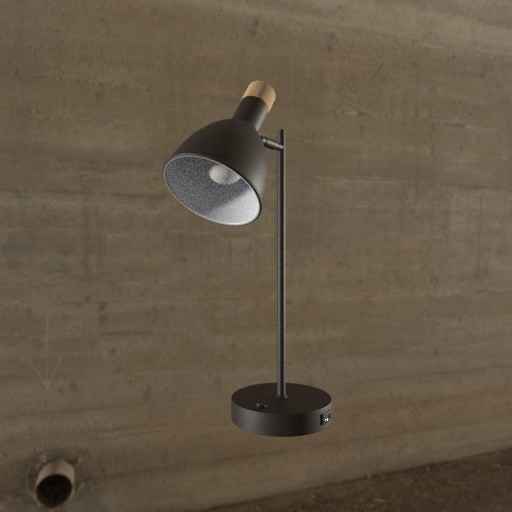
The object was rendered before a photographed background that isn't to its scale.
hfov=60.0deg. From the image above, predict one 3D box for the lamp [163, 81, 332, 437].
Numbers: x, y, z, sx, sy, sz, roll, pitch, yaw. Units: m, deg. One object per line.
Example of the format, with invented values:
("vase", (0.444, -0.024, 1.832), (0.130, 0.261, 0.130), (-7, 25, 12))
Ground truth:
("lamp", (0.000, 0.000, 0.612), (0.152, 0.483, 0.287), (0, 0, 36))
